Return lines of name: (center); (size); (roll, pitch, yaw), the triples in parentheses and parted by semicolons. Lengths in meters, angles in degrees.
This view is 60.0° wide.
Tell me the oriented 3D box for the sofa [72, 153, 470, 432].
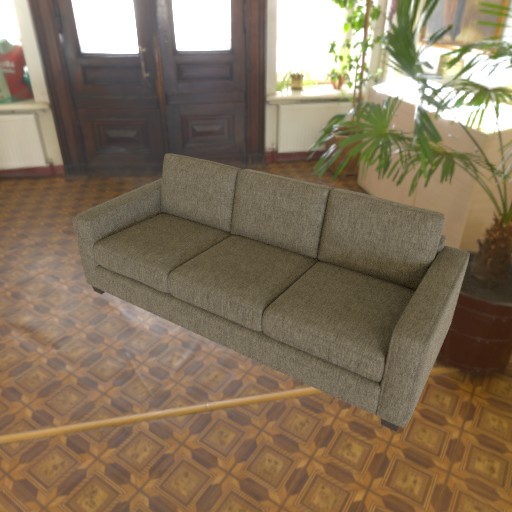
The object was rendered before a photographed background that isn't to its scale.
sofa: (0.000, 0.000, 2.619); (2.160, 0.800, 0.900); (18, 35, 28)
